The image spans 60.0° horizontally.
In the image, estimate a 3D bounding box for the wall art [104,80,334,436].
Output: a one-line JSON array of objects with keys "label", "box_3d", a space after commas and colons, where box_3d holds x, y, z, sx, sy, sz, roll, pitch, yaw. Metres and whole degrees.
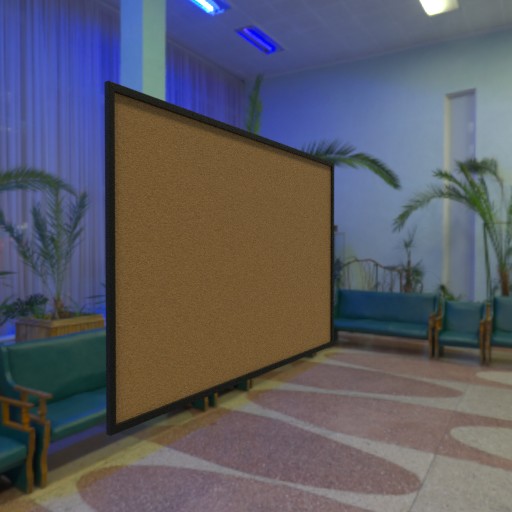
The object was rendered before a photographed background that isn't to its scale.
[{"label": "wall art", "box_3d": [0.000, 0.000, 1.225, 0.013, 0.665, 0.963, 1, 1, 35]}]
